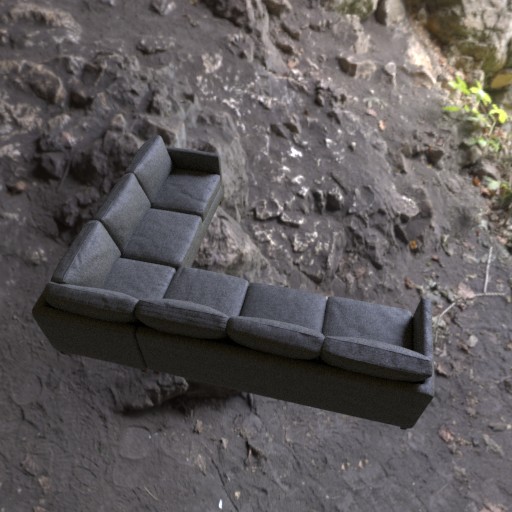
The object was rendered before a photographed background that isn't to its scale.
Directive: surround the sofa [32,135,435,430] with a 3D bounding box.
[{"bbox_3d":[0.000,0.000,4.445,3.302,0.947,2.593,10,48,9],"label":"sofa"}]
